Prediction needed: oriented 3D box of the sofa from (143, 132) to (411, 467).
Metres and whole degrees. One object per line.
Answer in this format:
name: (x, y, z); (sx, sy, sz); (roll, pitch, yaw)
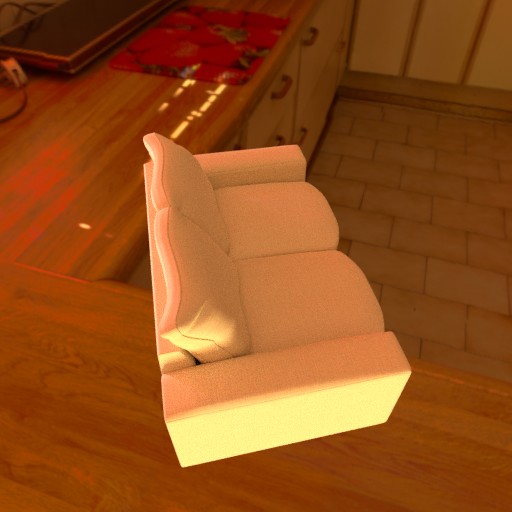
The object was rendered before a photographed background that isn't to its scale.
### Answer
sofa: (0.000, 0.000, 2.427); (1.091, 0.875, 1.754); (-9, 47, -8)
